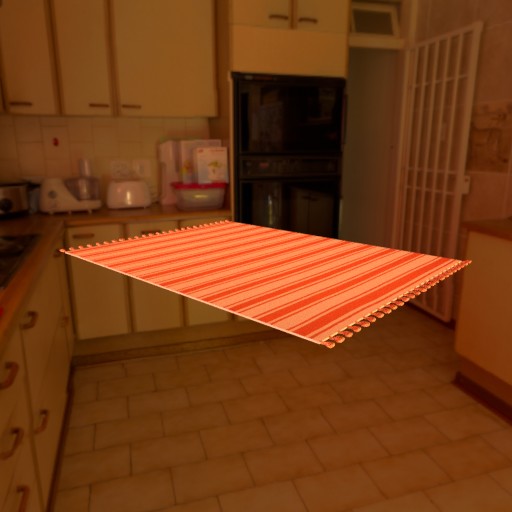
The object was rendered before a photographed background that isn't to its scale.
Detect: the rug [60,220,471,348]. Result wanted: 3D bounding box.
[{"bbox_3d":[0.000,0.000,4.441,3.369,0.035,2.451,13,19,41],"label":"rug"}]
